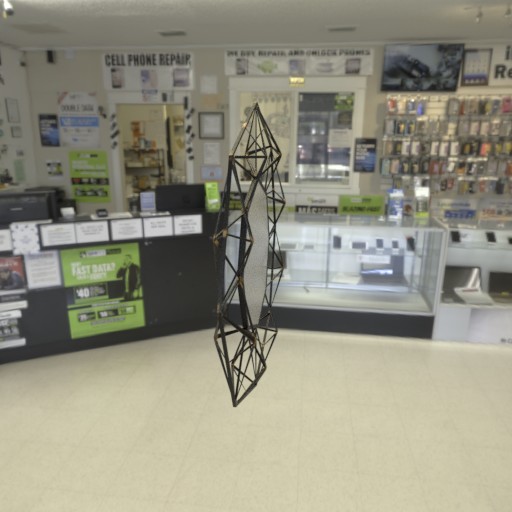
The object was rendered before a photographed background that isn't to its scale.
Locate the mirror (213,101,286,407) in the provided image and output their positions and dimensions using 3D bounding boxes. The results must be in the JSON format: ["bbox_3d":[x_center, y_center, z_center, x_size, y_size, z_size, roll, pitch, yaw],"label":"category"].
[{"bbox_3d":[0.000,0.000,1.075,0.094,0.710,0.710,3,16,10],"label":"mirror"}]
